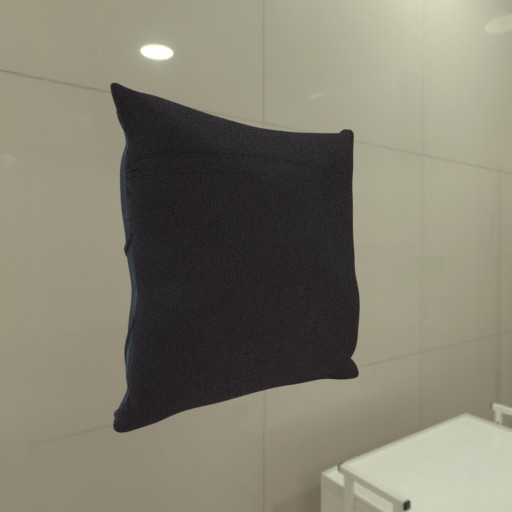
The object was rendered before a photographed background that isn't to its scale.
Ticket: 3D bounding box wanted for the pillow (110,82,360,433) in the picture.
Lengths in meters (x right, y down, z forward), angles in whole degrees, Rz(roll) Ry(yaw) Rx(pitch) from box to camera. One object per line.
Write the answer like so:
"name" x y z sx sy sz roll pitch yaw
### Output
"pillow" 0.000 0.000 0.669 0.439 0.440 0.183 -1 2 -36
